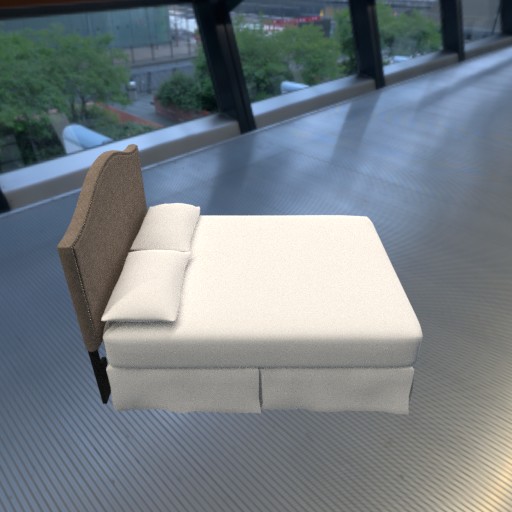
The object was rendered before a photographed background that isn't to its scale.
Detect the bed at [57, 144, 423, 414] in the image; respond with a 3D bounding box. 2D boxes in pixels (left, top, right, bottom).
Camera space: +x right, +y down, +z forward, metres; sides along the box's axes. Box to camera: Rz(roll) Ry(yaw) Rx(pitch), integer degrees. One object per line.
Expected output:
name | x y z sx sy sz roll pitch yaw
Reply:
bed | 0.000 0.000 3.319 2.153 1.518 1.713 0 33 0
